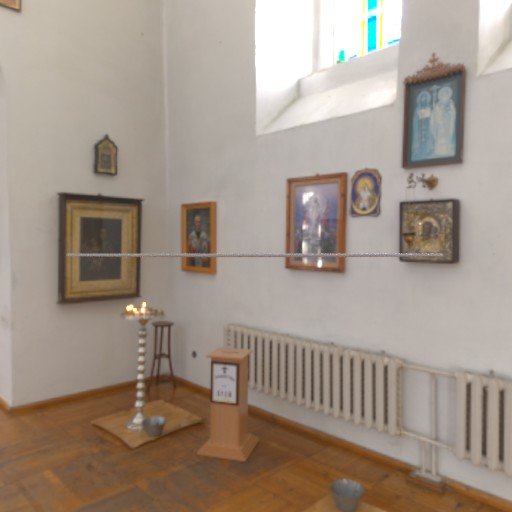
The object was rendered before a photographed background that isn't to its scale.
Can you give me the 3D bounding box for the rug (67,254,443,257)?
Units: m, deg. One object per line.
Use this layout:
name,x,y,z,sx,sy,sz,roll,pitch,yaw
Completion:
rug,0.000,0.000,2.932,1.555,0.011,2.232,0,0,0
